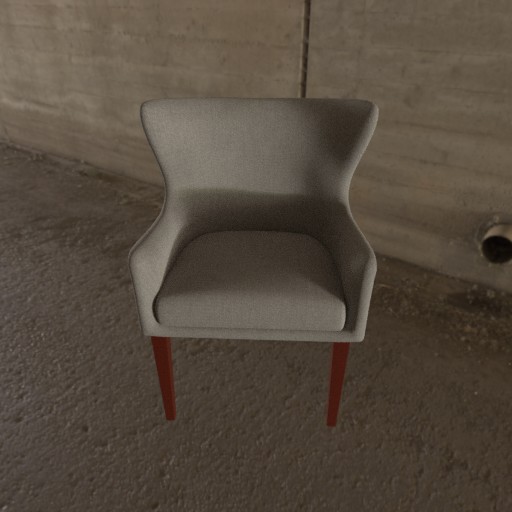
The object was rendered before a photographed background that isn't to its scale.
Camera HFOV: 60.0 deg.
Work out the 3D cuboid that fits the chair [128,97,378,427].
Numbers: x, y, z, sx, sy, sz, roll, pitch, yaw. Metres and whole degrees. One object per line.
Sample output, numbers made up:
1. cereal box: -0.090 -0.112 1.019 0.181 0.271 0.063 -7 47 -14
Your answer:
1. chair: 0.000 0.000 1.485 0.732 0.948 0.677 1 30 2
